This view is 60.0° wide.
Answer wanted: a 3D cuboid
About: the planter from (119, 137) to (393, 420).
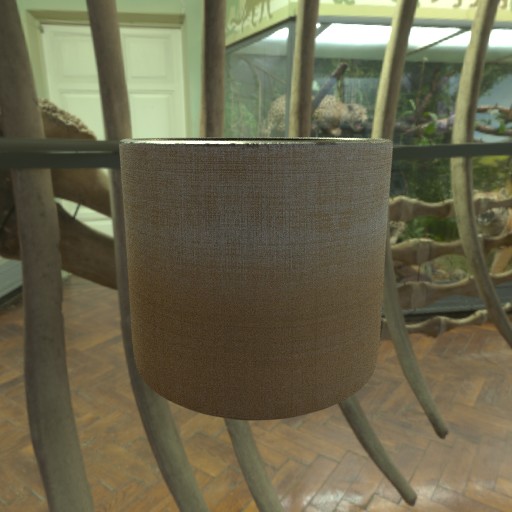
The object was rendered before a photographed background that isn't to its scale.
[{"bbox_3d":[0.000,0.000,0.392,0.221,0.201,0.221,0,16,0],"label":"planter"}]
